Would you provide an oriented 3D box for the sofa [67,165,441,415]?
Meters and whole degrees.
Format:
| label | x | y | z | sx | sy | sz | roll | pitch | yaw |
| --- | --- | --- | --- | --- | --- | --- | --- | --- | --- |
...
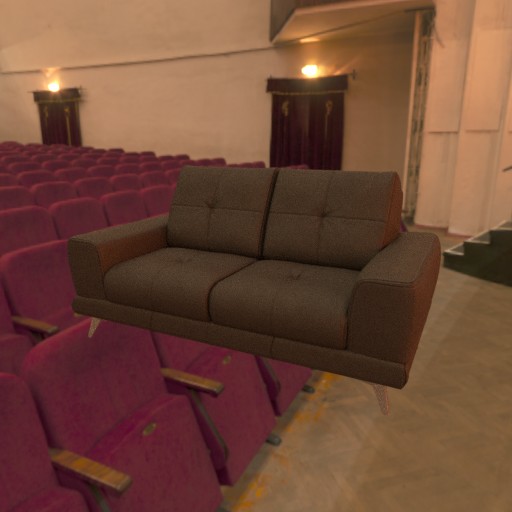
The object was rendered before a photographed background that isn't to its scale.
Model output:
| label | x | y | z | sx | sy | sz | roll | pitch | yaw |
| --- | --- | --- | --- | --- | --- | --- | --- | --- | --- |
| sofa | 0.000 | 0.000 | 2.395 | 1.806 | 0.907 | 1.018 | 7 | 16 | 26 |
